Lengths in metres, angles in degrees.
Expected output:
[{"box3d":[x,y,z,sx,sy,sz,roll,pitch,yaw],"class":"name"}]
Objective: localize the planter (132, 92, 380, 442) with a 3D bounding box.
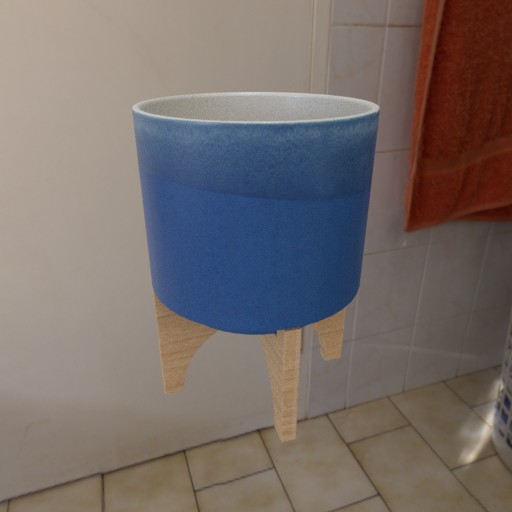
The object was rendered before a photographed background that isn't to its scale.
[{"box3d":[0.000,0.000,0.560,0.261,0.367,0.261,0,25,0],"class":"planter"}]
